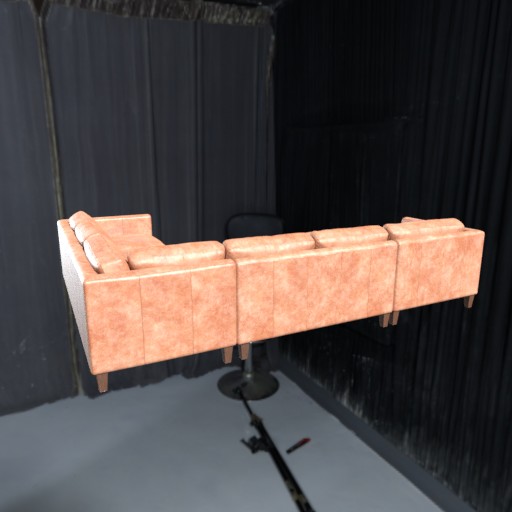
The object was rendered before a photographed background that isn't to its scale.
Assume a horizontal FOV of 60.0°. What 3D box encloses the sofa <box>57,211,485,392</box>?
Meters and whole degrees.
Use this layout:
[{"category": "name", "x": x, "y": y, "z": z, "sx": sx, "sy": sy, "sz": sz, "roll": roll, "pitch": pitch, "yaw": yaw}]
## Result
[{"category": "sofa", "x": 0.000, "y": 0.000, "z": 4.356, "sx": 3.401, "sy": 0.832, "sz": 2.430, "roll": -7, "pitch": 15, "yaw": -26}]
